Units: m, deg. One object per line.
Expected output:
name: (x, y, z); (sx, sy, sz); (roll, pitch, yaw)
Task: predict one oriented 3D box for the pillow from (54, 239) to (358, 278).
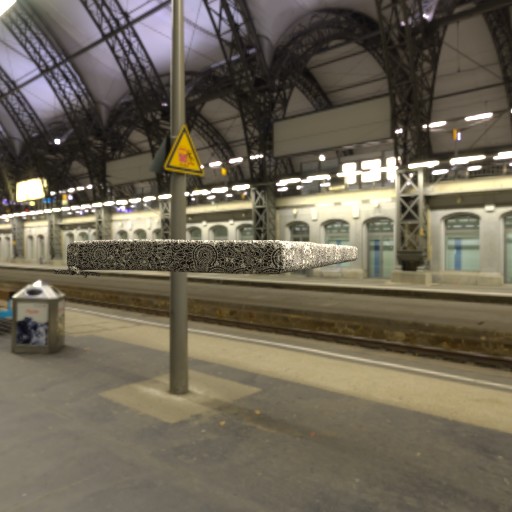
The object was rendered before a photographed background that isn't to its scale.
pillow: (0.000, 0.000, 1.358); (0.492, 0.081, 1.187); (0, 1, 19)
